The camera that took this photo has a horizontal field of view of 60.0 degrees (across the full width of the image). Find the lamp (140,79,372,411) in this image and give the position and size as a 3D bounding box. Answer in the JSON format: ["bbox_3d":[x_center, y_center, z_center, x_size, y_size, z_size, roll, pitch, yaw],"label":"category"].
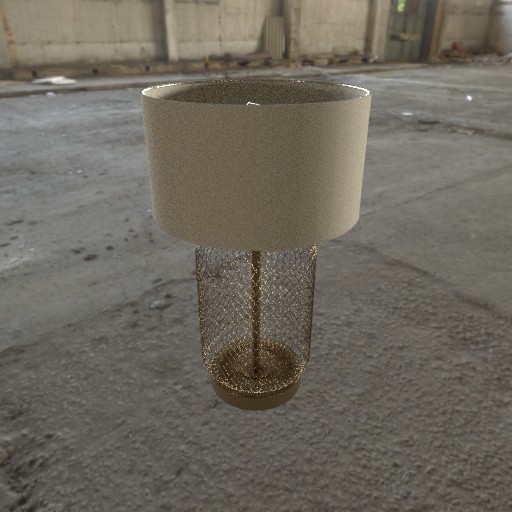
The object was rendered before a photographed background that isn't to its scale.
[{"bbox_3d":[0.000,0.000,0.817,0.353,0.578,0.353,0,27,0],"label":"lamp"}]
